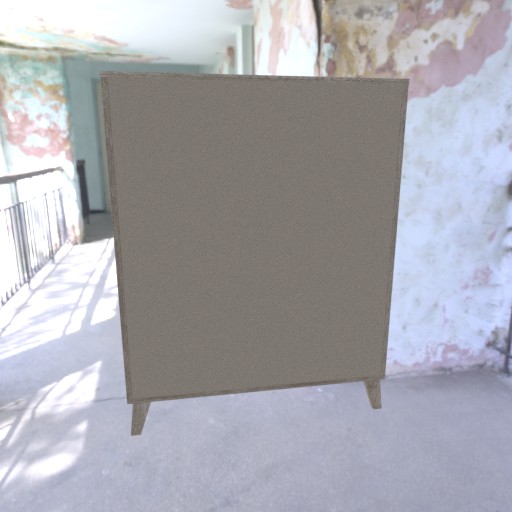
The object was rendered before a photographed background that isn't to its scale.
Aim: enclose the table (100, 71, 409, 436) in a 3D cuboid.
[{"bbox_3d":[0.000,0.000,1.534,0.902,1.135,0.256,-3,15,-10],"label":"table"}]
